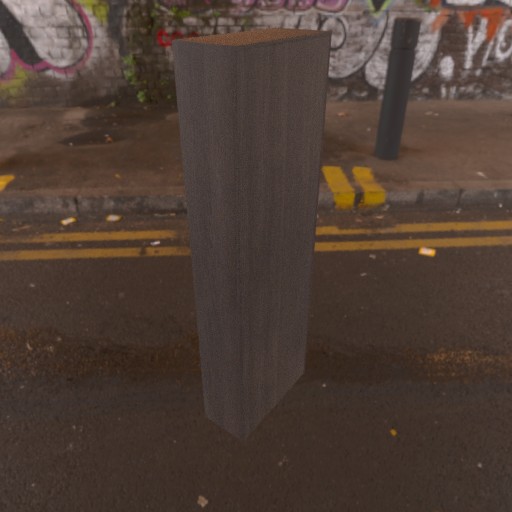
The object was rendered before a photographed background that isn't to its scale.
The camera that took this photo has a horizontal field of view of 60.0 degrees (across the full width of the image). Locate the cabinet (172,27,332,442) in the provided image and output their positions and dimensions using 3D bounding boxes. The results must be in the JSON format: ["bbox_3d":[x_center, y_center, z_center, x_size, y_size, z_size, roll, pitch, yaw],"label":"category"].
[{"bbox_3d":[0.000,0.000,1.819,0.255,1.630,0.520,21,38,31],"label":"cabinet"}]
